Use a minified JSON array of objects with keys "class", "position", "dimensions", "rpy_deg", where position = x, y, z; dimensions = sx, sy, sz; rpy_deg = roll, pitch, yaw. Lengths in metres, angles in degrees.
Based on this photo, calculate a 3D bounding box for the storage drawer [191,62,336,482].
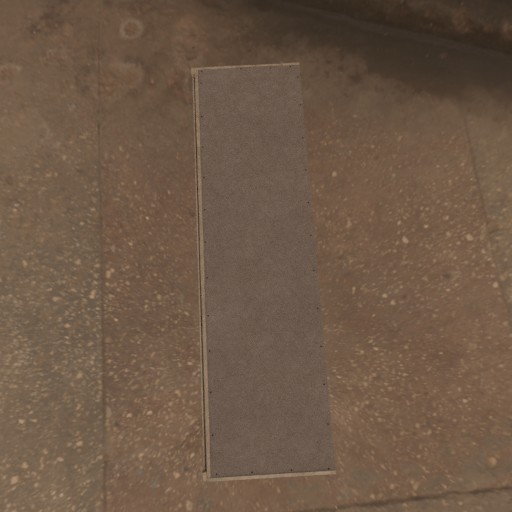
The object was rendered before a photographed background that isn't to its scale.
[{"class":"storage drawer","position":[0.000,0.000,2.316],"dimensions":[0.591,0.274,2.072],"rpy_deg":[-3,77,-1]}]
